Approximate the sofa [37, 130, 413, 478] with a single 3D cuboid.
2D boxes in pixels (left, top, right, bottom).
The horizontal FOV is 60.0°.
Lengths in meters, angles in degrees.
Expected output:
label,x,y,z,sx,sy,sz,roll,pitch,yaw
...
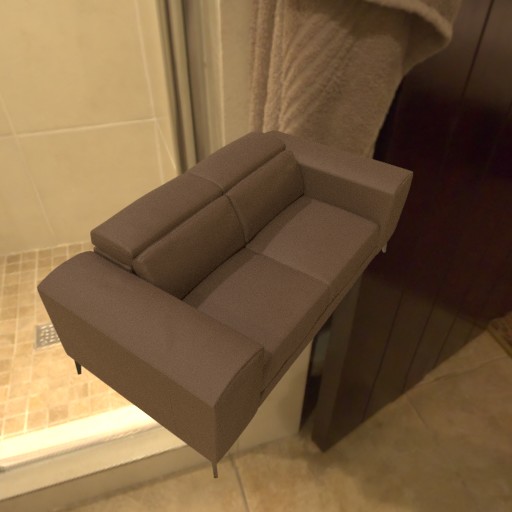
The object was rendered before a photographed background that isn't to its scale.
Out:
label,x,y,z,sx,sy,sz,roll,pitch,yaw
sofa,0.000,0.000,2.398,1.003,0.779,1.895,25,46,26
